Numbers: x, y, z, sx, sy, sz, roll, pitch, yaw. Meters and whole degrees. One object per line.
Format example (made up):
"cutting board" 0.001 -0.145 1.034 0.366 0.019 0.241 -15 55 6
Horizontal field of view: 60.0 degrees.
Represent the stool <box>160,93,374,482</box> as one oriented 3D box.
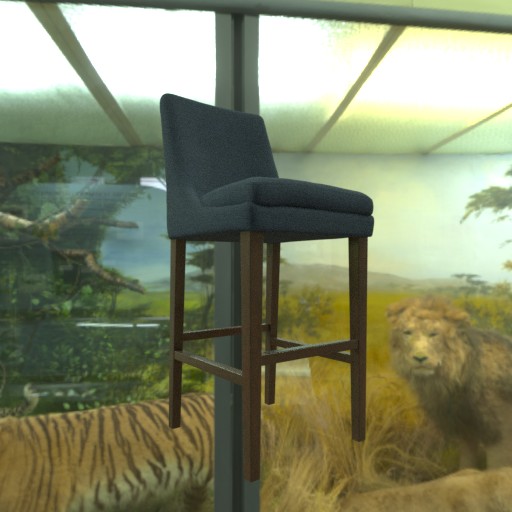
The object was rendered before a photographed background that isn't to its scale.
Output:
"stool" 0.000 0.000 1.380 0.470 1.078 0.577 0 -1 -37
